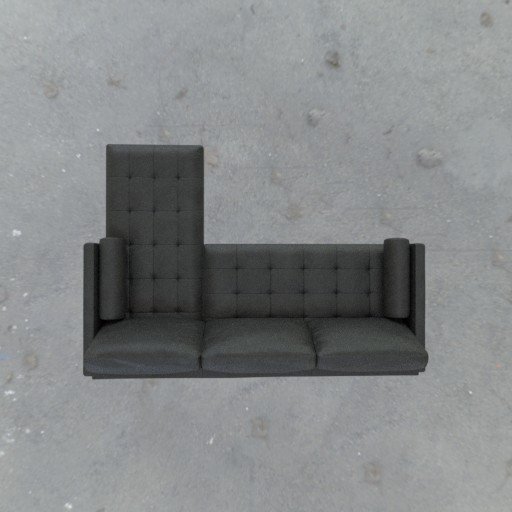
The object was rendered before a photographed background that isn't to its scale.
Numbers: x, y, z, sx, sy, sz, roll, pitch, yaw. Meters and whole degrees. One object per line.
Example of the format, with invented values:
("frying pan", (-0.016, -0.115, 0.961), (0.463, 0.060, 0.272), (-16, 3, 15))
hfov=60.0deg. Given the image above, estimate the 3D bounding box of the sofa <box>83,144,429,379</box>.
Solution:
("sofa", (0.000, 0.000, 2.963), (2.178, 0.876, 1.497), (0, 90, -2))
